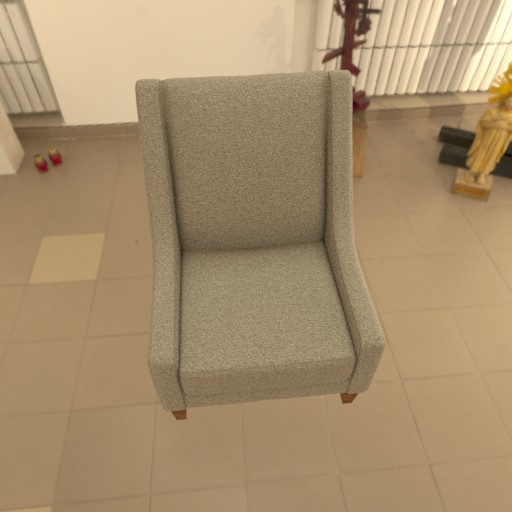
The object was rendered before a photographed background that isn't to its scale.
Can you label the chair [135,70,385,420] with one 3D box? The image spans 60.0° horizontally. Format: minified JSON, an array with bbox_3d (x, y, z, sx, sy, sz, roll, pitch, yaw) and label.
[{"bbox_3d":[0.000,0.000,1.641,0.774,1.016,0.870,-4,48,-4],"label":"chair"}]
